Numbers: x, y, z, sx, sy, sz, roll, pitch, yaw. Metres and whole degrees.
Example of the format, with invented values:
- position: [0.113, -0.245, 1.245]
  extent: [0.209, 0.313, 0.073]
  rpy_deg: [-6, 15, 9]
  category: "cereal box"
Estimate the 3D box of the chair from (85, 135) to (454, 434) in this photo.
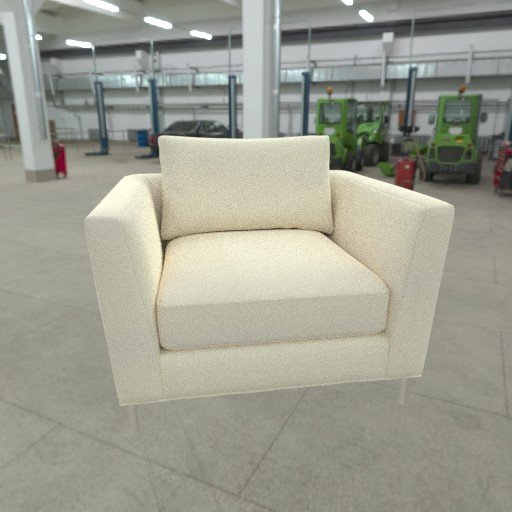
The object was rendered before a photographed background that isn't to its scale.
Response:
- position: [0.000, 0.000, 1.678]
  extent: [1.041, 0.865, 0.889]
  rpy_deg: [-3, 18, -9]
  category: "chair"
